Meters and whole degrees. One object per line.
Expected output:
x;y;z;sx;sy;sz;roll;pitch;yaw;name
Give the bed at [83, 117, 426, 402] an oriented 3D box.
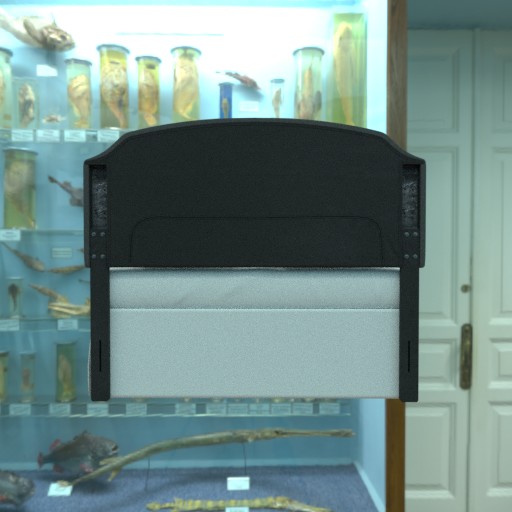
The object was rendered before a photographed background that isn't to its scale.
0.000;0.000;2.964;1.558;1.270;1.999;0;1;0;bed
